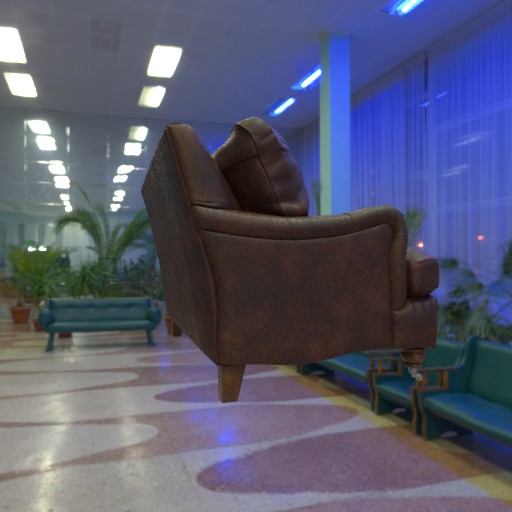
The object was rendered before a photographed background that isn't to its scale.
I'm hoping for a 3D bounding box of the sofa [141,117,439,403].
[{"bbox_3d":[0.000,0.000,2.413,1.148,1.070,1.628,0,0,-18],"label":"sofa"}]
